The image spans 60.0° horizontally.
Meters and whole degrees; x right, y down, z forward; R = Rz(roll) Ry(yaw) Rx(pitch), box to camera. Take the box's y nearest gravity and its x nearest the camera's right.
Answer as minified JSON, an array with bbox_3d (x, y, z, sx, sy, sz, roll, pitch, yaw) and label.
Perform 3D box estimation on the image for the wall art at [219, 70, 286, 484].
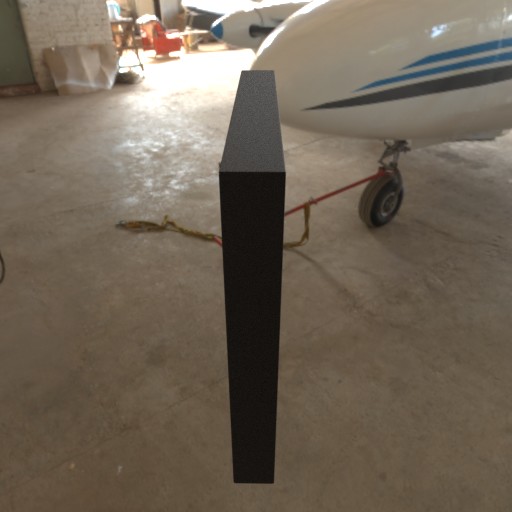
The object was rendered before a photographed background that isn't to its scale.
[{"bbox_3d":[0.000,0.000,0.455,0.037,0.305,0.305,0,33,1],"label":"wall art"}]
